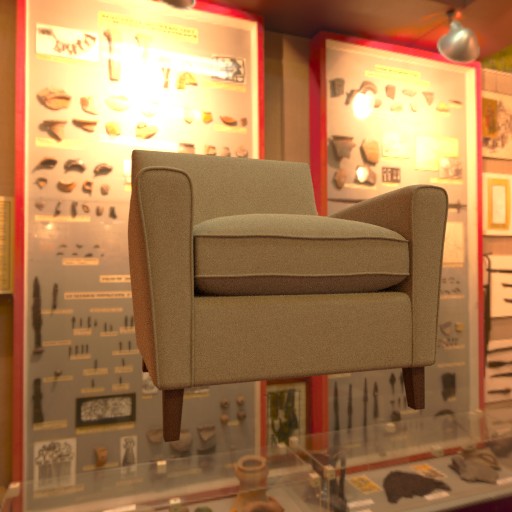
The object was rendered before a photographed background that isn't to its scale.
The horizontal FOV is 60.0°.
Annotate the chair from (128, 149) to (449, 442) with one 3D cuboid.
[{"bbox_3d":[0.000,0.000,1.490,0.840,0.846,0.871,0,-1,-19],"label":"chair"}]
